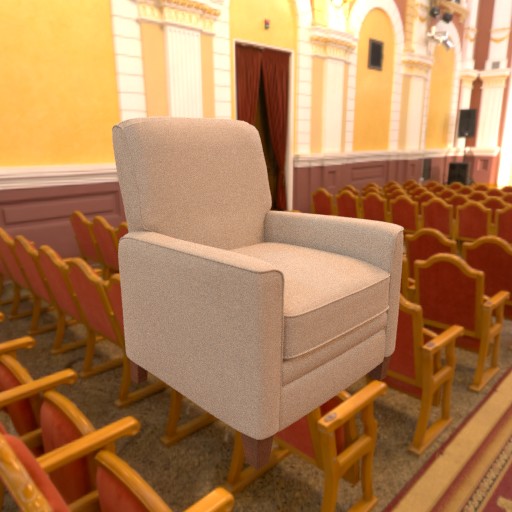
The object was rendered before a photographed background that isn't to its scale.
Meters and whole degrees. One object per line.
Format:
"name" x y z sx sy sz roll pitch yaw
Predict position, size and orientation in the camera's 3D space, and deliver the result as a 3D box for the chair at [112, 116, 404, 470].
"chair" 0.000 0.000 1.681 0.858 1.023 0.841 14 21 43
